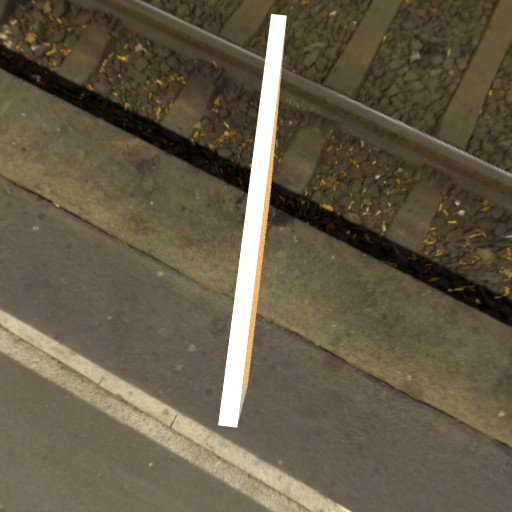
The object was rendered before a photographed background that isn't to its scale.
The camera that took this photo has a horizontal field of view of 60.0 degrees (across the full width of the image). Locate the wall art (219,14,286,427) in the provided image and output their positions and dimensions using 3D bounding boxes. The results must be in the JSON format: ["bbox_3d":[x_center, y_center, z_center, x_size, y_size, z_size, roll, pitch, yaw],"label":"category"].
[{"bbox_3d":[0.000,0.000,1.076,0.026,0.811,0.661,7,78,1],"label":"wall art"}]
